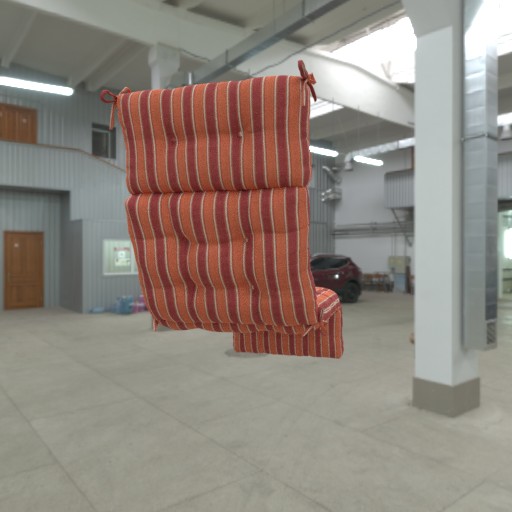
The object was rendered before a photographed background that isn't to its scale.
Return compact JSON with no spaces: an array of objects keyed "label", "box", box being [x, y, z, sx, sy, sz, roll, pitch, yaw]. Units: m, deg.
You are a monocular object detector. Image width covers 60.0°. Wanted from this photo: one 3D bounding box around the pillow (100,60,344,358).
[{"label":"pillow","box":[0.000,0.000,1.484,0.526,0.863,1.016,0,0,16]}]
